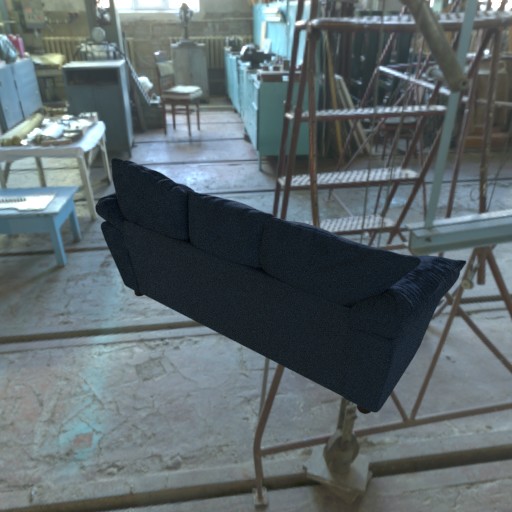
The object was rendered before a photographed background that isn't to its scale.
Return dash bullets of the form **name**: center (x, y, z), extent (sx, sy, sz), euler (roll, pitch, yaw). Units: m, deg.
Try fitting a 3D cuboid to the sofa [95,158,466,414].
- **sofa**: center (0.000, 0.000, 2.961), extent (2.390, 1.091, 0.907), euler (20, 35, 32)
